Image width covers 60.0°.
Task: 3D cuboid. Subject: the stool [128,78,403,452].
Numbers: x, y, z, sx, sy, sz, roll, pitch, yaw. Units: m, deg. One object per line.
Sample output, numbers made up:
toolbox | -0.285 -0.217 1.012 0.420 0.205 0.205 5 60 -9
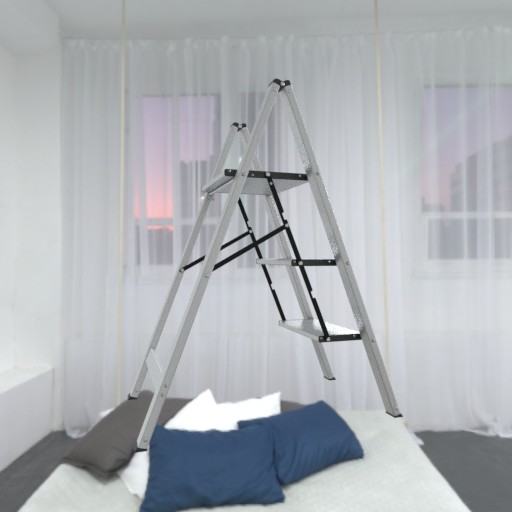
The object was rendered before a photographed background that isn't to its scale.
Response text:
stool | 0.000 0.000 1.336 0.730 0.902 0.441 0 0 -18
